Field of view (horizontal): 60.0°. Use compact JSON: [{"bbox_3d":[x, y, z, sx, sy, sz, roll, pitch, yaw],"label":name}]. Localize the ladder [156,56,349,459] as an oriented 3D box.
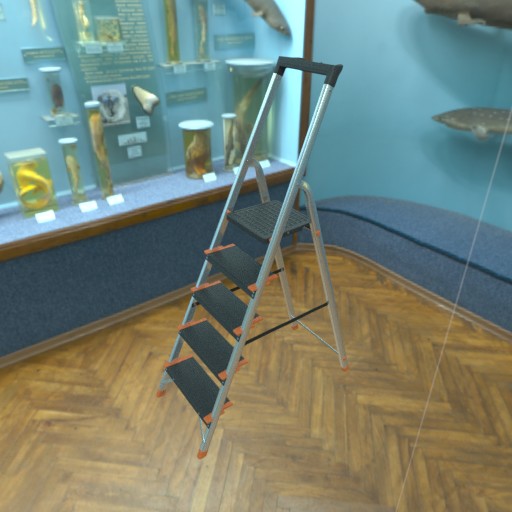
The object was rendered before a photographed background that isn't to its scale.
[{"bbox_3d":[0.000,0.000,2.064,0.995,1.646,0.480,-20,36,-30],"label":"ladder"}]
